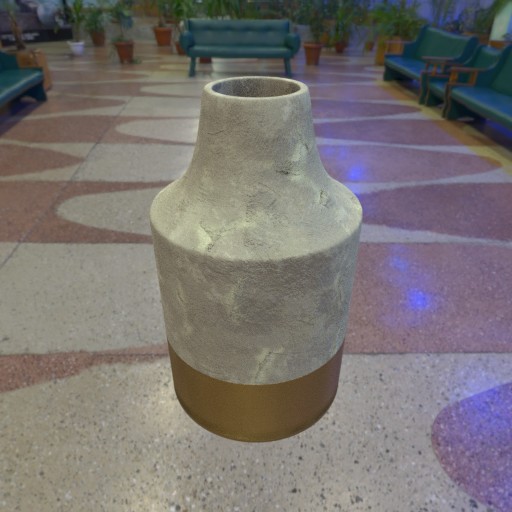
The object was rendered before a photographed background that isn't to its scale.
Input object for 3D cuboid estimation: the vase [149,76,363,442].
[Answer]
[{"bbox_3d":[0.000,0.000,0.417,0.184,0.305,0.184,0,33,0],"label":"vase"}]
